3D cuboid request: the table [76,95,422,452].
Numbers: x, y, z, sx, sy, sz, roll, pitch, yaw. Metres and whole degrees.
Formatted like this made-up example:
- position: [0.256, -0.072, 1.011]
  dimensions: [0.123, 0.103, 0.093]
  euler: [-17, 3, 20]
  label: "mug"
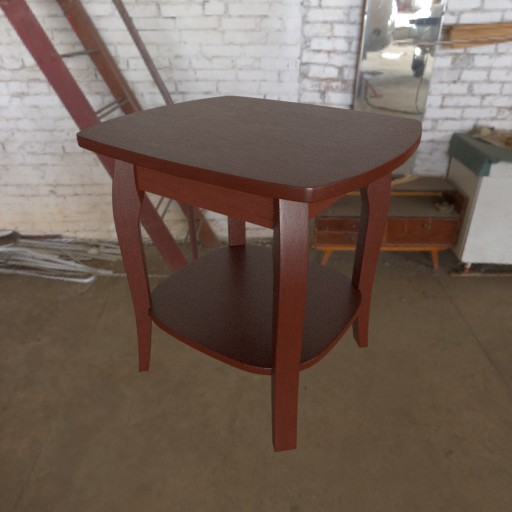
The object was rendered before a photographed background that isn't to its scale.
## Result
- position: [0.000, 0.000, 0.859]
  dimensions: [0.502, 0.496, 0.433]
  euler: [19, 35, 30]
  label: "table"
